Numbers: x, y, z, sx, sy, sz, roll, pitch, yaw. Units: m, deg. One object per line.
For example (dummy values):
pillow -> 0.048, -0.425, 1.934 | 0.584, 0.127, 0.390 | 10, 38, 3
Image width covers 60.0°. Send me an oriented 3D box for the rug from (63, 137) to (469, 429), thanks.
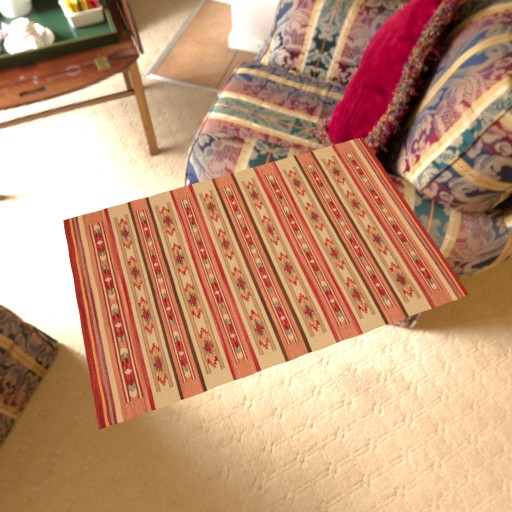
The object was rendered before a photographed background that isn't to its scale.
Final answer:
rug -> 0.000, 0.000, 3.063 | 2.431, 0.010, 1.535 | -17, 61, -10
